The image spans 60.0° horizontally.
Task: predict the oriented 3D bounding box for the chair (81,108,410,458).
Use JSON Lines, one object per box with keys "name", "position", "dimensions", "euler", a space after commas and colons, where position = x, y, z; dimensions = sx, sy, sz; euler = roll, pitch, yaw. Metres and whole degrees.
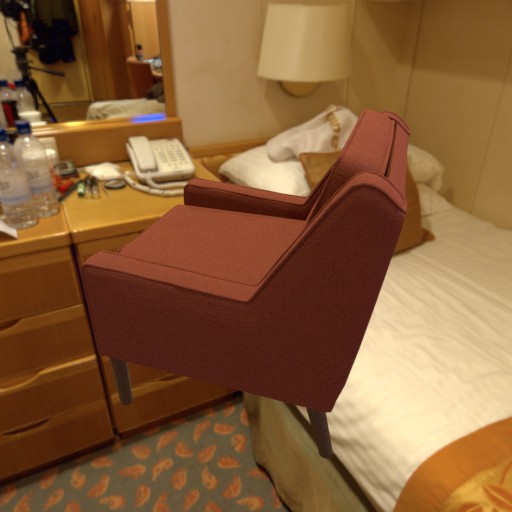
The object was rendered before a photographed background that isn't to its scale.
{"name": "chair", "position": [0.000, 0.000, 1.324], "dimensions": [0.770, 0.812, 0.680], "euler": [9, 30, 15]}
